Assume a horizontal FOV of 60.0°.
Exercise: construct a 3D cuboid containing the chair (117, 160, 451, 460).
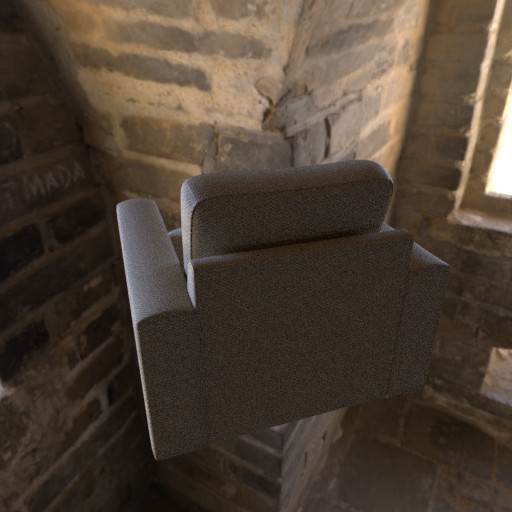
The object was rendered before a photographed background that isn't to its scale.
[{"bbox_3d":[0.000,0.000,1.767,1.005,0.873,1.016,-9,28,-16],"label":"chair"}]
